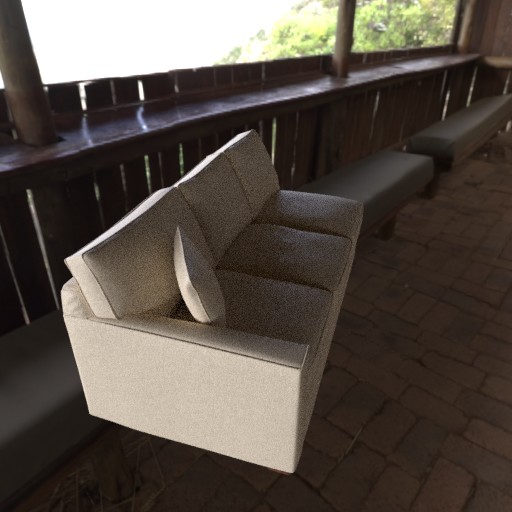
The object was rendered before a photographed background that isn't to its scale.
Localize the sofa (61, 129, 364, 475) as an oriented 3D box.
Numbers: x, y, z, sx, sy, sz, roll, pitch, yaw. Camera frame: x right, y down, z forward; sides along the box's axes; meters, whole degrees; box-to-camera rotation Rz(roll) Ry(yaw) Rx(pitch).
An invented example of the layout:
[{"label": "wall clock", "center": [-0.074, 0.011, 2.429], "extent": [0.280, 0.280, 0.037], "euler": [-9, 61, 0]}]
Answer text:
[{"label": "sofa", "center": [0.000, 0.000, 2.536], "extent": [1.034, 0.946, 1.962], "euler": [9, 31, 16]}]
